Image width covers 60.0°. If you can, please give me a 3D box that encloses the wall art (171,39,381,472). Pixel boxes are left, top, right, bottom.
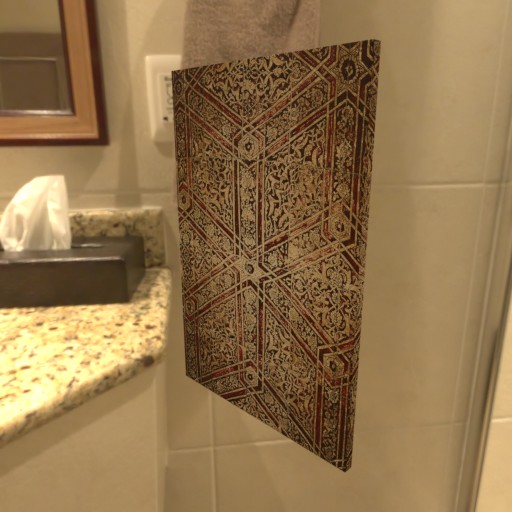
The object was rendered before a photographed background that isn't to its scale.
[{"bbox_3d":[0.000,0.000,0.730,0.397,0.599,0.020,15,21,42],"label":"wall art"}]
